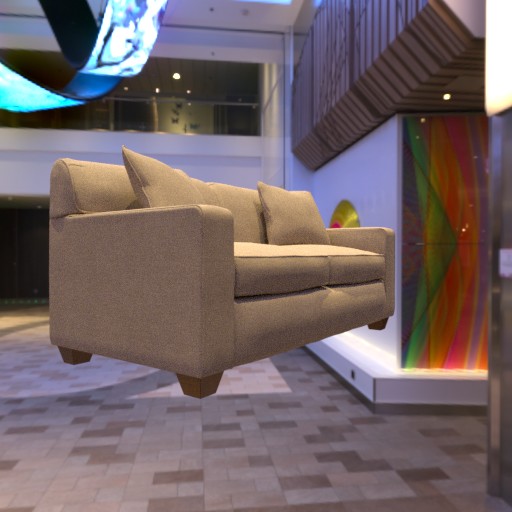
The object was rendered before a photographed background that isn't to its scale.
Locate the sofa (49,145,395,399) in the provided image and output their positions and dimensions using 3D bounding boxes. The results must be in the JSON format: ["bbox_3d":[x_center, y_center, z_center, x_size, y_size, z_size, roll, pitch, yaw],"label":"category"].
[{"bbox_3d":[0.000,0.000,2.444,0.998,0.958,1.846,0,0,36],"label":"sofa"}]
